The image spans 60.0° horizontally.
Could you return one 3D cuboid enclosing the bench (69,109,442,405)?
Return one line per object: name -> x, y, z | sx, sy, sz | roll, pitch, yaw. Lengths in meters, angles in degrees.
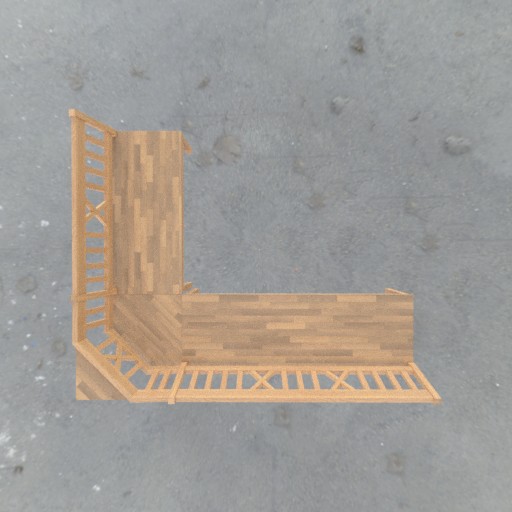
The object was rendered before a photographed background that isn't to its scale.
bench -> 0.000, 0.000, 2.752 | 1.937, 0.902, 1.537 | 0, 91, 0
